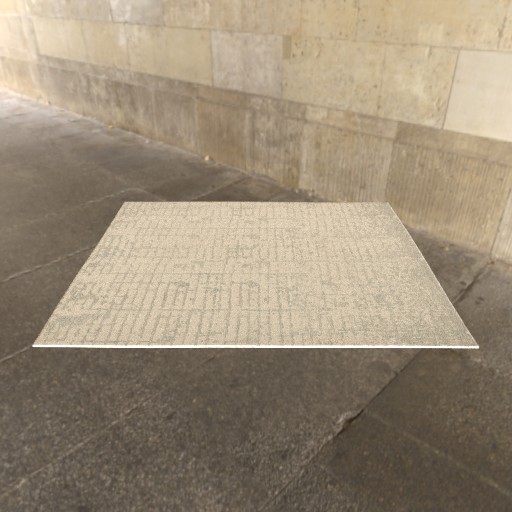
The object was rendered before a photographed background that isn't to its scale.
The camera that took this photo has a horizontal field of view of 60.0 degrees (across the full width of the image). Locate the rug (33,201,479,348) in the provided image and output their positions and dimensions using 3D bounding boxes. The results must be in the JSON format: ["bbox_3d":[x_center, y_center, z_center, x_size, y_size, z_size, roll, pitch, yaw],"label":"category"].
[{"bbox_3d":[0.000,0.000,4.073,3.061,0.014,2.447,0,31,0],"label":"rug"}]
